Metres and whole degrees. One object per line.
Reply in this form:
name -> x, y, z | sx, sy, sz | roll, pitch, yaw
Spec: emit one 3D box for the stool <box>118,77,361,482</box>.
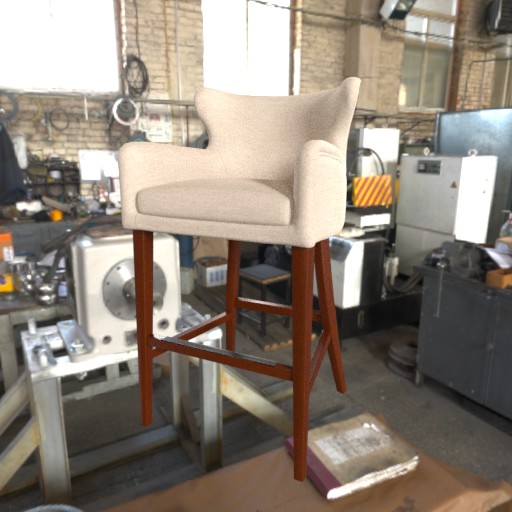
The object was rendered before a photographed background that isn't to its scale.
stool -> 0.000, 0.000, 1.358 | 0.556, 1.034, 0.563 | 7, 15, 26
